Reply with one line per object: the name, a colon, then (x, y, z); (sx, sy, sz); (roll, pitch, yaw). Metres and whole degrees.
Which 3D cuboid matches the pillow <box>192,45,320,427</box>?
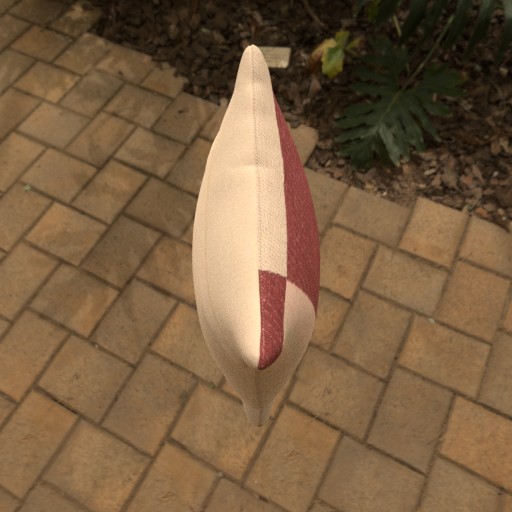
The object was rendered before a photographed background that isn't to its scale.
pillow: (0.000, 0.000, 0.810); (0.229, 0.506, 0.536); (-1, 63, -1)
